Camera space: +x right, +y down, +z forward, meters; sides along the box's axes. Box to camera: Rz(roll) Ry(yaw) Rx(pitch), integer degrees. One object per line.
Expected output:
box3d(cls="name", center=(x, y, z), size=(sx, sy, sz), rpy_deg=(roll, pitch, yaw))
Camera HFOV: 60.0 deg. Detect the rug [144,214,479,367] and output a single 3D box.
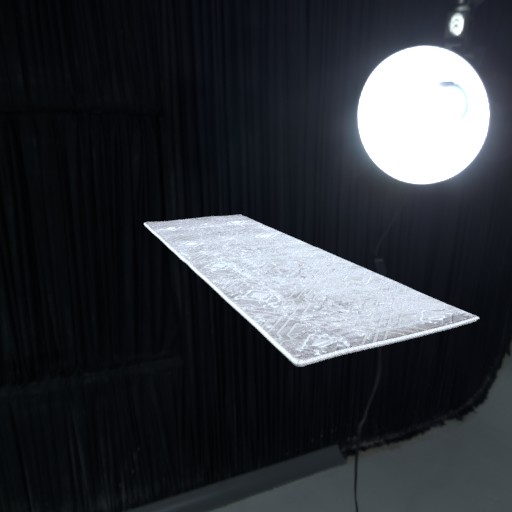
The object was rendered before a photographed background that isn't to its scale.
box3d(cls="rug", center=(0.000, 0.000, 2.616), size=(0.832, 0.035, 2.381), rpy_deg=(-8, 18, -24))
